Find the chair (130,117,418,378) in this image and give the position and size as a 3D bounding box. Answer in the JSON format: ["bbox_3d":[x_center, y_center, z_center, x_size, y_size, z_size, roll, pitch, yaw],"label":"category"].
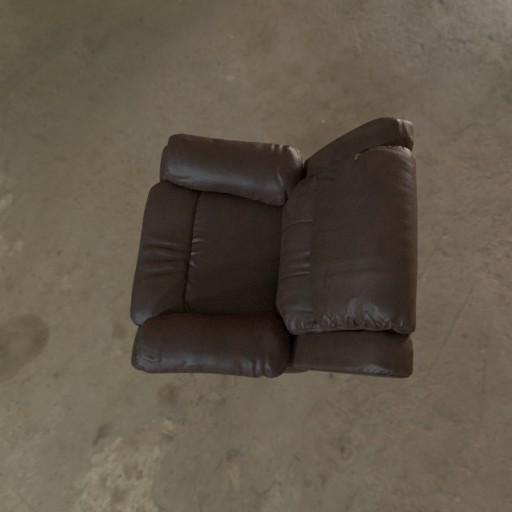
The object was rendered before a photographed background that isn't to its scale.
[{"bbox_3d":[0.000,0.000,1.240,0.707,0.702,0.680,5,76,1],"label":"chair"}]
